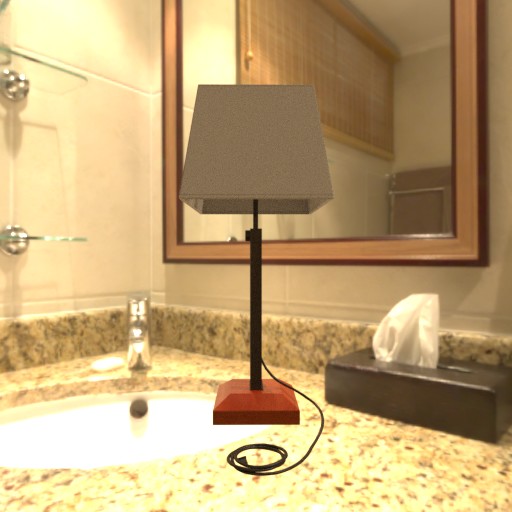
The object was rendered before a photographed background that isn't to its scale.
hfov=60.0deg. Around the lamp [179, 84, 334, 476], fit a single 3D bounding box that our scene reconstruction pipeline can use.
[{"bbox_3d":[0.000,0.000,0.988,0.310,0.737,0.498,0,0,0],"label":"lamp"}]
